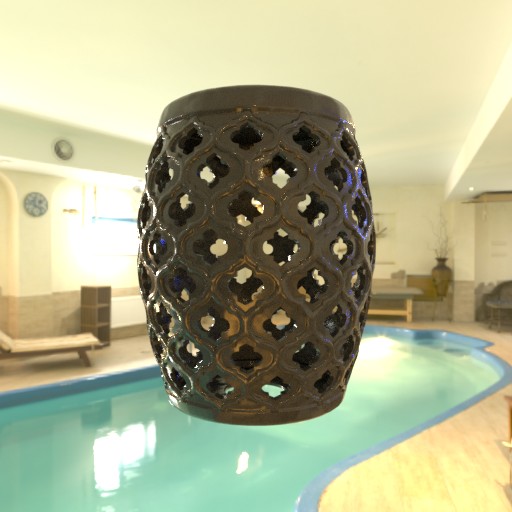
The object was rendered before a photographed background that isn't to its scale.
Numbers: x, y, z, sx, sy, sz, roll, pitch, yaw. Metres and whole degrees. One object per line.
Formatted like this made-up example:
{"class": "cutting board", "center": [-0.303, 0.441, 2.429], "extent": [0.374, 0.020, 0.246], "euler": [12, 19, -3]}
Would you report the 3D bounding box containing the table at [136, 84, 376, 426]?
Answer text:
{"class": "table", "center": [0.000, 0.000, 0.623], "extent": [0.325, 0.388, 0.325], "euler": [0, 1, 0]}
